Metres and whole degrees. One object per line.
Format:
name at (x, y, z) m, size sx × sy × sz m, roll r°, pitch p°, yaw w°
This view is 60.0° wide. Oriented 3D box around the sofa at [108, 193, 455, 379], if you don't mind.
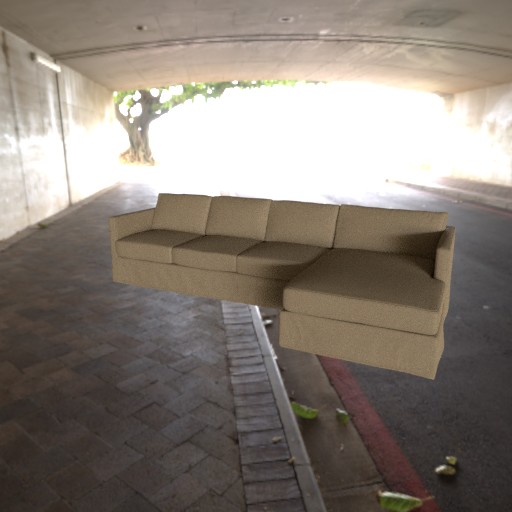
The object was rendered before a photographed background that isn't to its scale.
sofa at (0.000, 0.000, 3.929) m, size 3.206 × 0.871 × 1.622 m, roll 7°, pitch 16°, yaw 25°
